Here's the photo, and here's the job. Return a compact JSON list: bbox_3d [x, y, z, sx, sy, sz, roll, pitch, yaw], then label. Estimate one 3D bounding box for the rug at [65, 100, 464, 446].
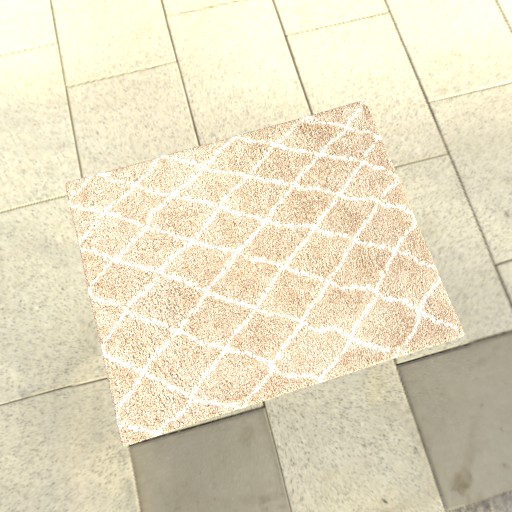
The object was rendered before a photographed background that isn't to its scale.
[{"bbox_3d":[0.000,0.000,4.028,3.047,0.029,2.438,-17,76,-4],"label":"rug"}]
